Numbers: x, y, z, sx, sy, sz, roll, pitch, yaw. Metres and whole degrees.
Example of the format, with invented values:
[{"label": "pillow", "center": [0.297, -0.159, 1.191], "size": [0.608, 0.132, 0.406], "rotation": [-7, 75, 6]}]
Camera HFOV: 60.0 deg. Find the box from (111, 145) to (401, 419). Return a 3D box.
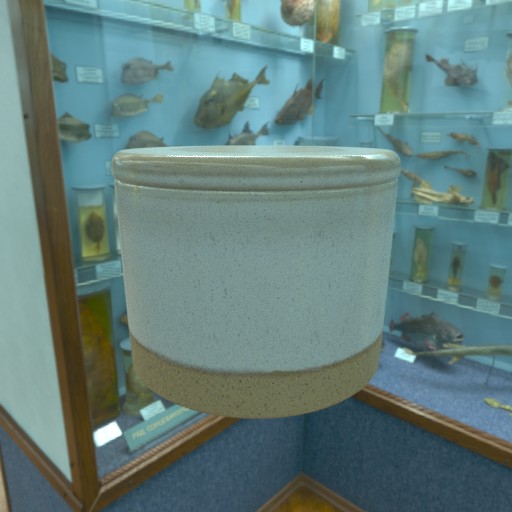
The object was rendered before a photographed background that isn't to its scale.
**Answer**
[{"label": "box", "center": [0.000, 0.000, 0.261], "size": [0.154, 0.123, 0.154], "rotation": [0, 16, 0]}]
